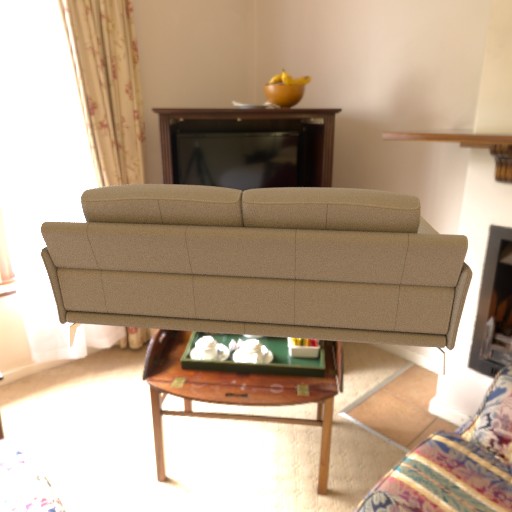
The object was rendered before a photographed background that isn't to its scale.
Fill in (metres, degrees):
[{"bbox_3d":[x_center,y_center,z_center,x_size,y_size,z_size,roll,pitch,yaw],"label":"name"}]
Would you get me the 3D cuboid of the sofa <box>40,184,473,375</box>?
[{"bbox_3d":[0.000,0.000,2.602,2.101,0.930,1.049,2,17,8],"label":"sofa"}]
